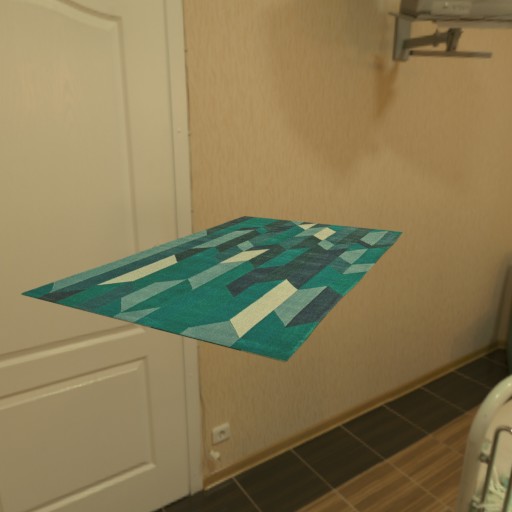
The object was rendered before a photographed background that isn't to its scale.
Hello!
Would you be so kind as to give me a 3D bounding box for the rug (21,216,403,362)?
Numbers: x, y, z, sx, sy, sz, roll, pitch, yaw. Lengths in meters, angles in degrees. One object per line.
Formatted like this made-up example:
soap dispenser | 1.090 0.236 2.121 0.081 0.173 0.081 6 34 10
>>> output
rug | 0.000 0.000 3.014 1.528 0.005 2.420 8 18 26
